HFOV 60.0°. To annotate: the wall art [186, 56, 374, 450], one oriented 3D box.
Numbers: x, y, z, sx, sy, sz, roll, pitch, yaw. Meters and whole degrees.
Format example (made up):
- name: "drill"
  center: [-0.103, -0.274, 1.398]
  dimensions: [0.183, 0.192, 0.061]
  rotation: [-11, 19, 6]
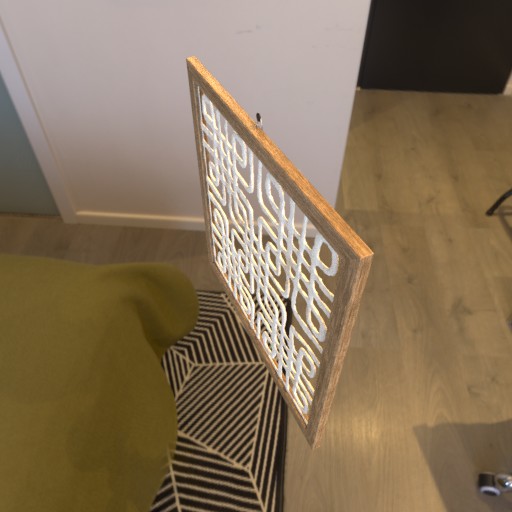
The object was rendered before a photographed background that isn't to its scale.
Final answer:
- name: "wall art"
  center: [0.000, 0.000, 0.845]
  dimensions: [0.021, 0.582, 0.561]
  rotation: [-19, 50, -17]
